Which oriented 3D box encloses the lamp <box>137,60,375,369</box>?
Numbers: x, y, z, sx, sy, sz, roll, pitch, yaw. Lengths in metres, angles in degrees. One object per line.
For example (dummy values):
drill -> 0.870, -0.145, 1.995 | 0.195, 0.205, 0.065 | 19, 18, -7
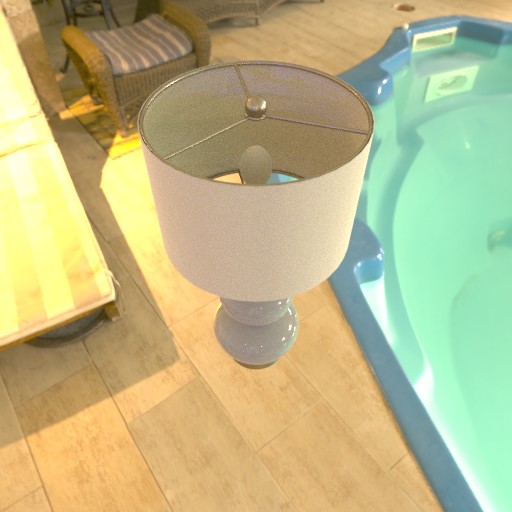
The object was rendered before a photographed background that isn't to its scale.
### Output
lamp -> 0.000, 0.000, 0.947 | 0.367, 0.730, 0.367 | -24, 52, -20
